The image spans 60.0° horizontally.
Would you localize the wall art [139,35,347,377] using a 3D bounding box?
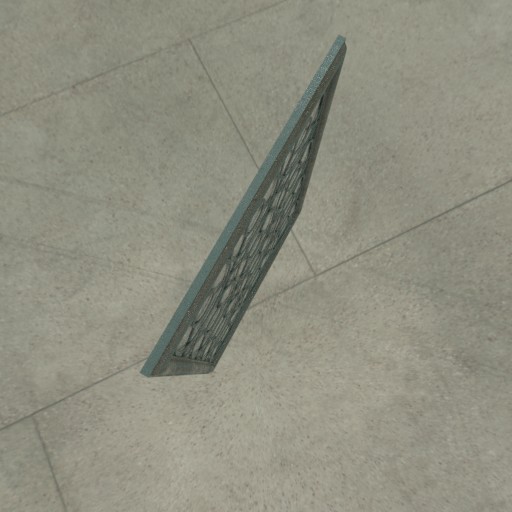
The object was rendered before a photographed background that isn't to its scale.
[{"bbox_3d":[0.000,0.000,1.303,0.030,0.983,0.767,28,77,7],"label":"wall art"}]
